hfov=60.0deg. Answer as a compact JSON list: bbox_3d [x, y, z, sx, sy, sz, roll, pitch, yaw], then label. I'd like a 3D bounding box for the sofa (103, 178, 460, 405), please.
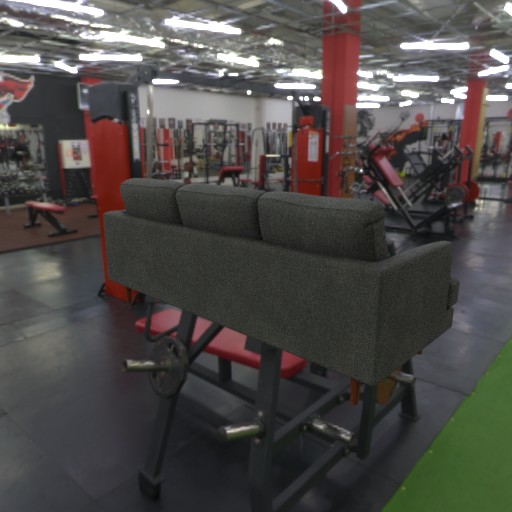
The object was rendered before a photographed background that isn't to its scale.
[{"bbox_3d":[0.000,0.000,2.833,2.246,0.930,0.903,13,19,42],"label":"sofa"}]
